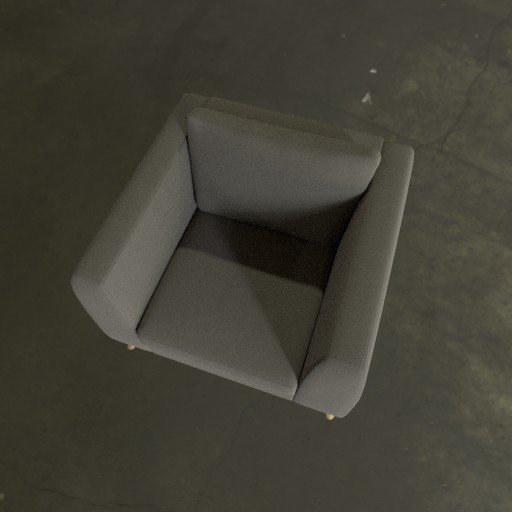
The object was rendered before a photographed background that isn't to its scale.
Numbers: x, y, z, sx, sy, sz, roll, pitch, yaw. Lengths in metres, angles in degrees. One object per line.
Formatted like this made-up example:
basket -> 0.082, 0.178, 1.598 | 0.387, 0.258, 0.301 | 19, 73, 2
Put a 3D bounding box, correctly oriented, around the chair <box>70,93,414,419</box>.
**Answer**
chair -> 0.000, 0.000, 1.749 | 1.000, 0.860, 0.930 | 17, 61, 9
